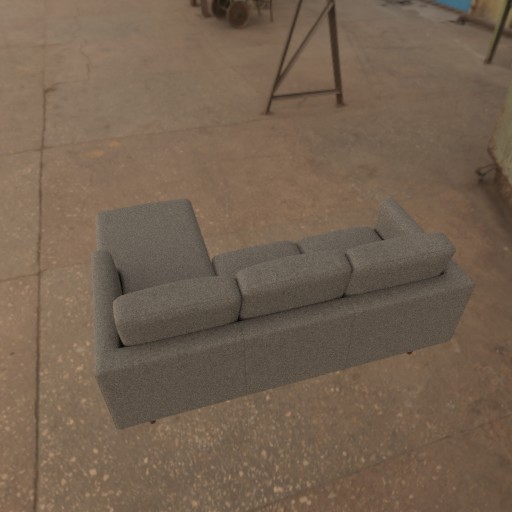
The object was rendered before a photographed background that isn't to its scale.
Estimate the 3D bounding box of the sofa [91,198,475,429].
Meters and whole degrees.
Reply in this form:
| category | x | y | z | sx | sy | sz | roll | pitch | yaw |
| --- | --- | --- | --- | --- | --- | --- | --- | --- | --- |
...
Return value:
| category | x | y | z | sx | sy | sz | roll | pitch | yaw |
| --- | --- | --- | --- | --- | --- | --- | --- | --- | --- |
| sofa | 0.000 | 0.000 | 2.976 | 2.055 | 0.957 | 1.667 | -11 | 42 | -13 |
